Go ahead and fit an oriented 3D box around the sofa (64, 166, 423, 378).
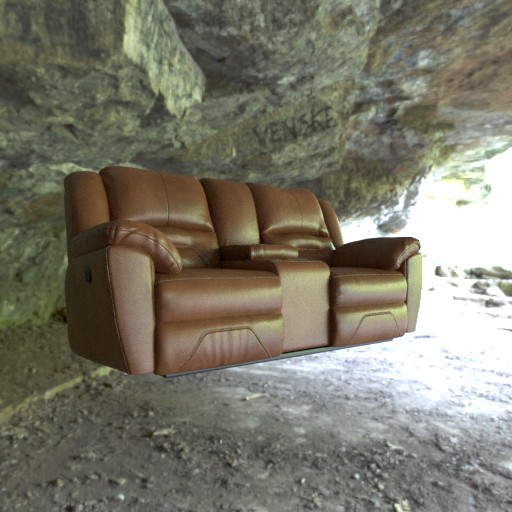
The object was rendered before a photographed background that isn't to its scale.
[{"bbox_3d":[0.000,0.000,2.628,2.058,1.043,0.991,1,-1,-36],"label":"sofa"}]
